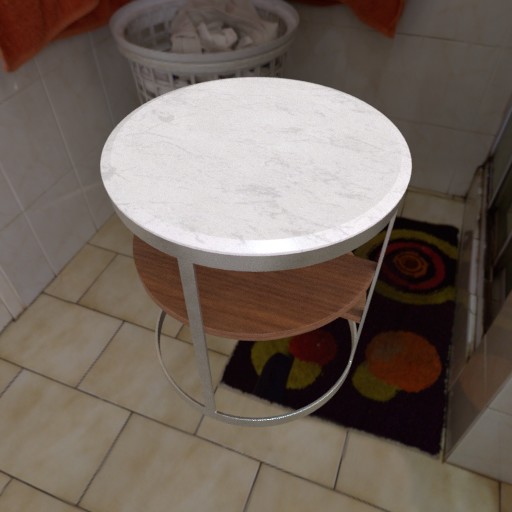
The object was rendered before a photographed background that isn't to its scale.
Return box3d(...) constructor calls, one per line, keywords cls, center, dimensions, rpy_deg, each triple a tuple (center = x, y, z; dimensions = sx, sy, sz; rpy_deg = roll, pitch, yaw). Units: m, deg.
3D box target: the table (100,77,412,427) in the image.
box3d(cls="table", center=(0.000, 0.000, 0.753), dimensions=(0.407, 0.447, 0.407), rpy_deg=(0, 46, 0))
